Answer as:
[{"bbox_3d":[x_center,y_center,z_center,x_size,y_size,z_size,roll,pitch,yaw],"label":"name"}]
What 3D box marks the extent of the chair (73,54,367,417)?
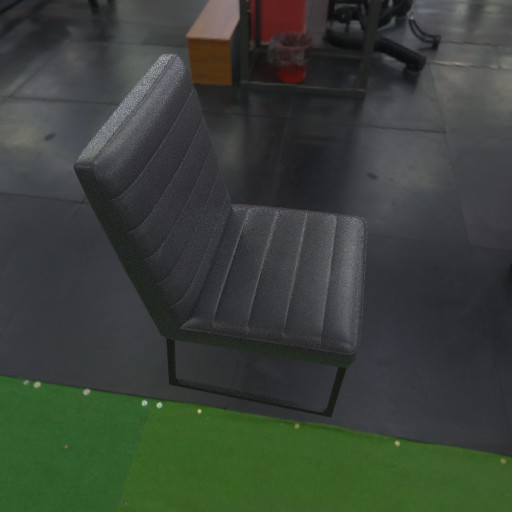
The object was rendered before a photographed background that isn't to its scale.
[{"bbox_3d":[0.000,0.000,1.292,0.634,0.930,0.520,9,48,8],"label":"chair"}]
